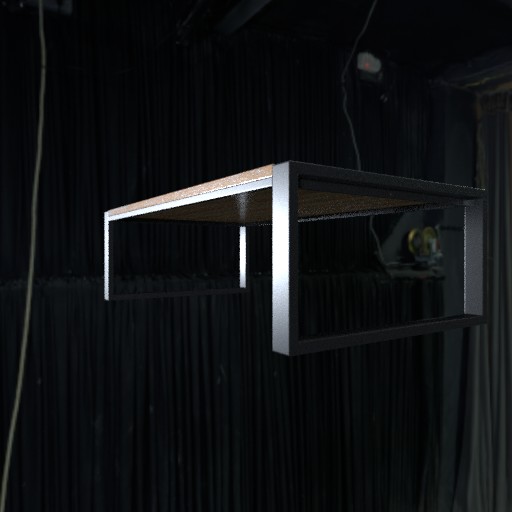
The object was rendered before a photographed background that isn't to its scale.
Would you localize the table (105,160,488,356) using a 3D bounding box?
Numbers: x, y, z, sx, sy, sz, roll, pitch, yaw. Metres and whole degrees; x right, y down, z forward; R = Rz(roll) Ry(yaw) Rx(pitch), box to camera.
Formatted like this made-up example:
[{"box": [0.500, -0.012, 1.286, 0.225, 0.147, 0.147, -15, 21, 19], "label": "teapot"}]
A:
[{"box": [0.000, 0.000, 1.668, 0.750, 0.400, 1.350, 0, 0, -34], "label": "table"}]
